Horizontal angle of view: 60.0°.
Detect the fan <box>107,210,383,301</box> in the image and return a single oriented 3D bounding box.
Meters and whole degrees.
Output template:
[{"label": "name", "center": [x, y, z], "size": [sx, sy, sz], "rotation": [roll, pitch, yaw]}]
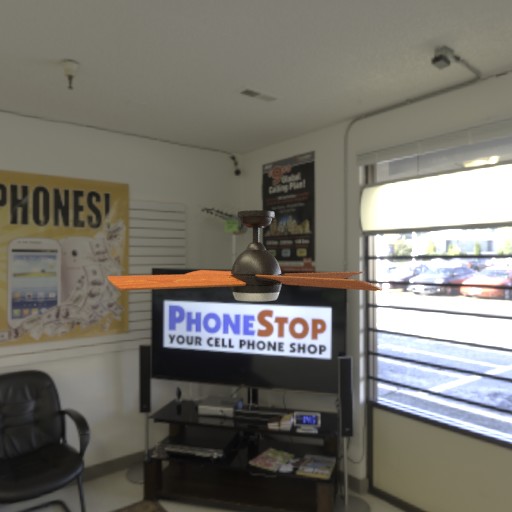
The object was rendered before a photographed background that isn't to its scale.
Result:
[{"label": "fan", "center": [0.000, 0.000, 2.041], "size": [1.332, 0.403, 1.332], "rotation": [0, 0, -36]}]
